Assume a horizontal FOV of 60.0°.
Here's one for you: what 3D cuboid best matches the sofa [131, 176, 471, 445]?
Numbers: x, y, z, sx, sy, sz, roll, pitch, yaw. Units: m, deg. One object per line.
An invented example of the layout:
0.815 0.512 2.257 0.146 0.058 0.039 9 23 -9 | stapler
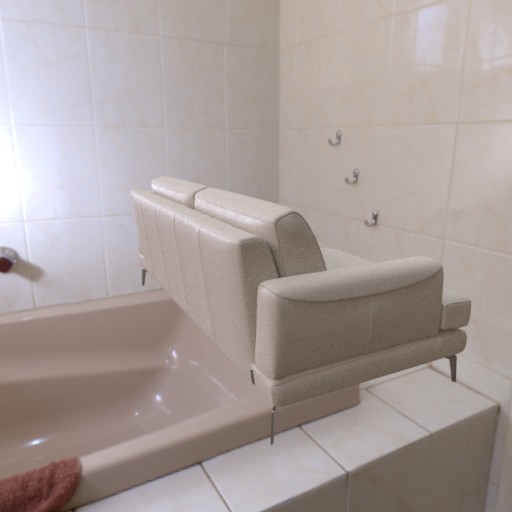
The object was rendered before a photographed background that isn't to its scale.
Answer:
0.000 0.000 2.371 0.974 0.765 1.940 -7 16 -26 | sofa
